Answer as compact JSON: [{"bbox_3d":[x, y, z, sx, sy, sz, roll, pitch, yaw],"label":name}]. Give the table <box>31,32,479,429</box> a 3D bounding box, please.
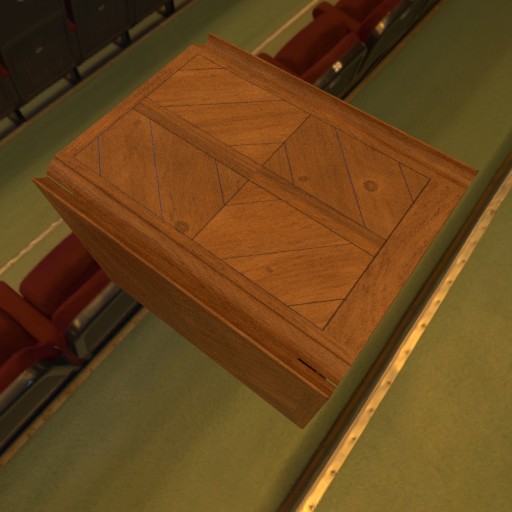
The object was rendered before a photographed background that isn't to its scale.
[{"bbox_3d":[0.000,0.000,1.271,0.746,0.763,0.591,34,68,16],"label":"table"}]
